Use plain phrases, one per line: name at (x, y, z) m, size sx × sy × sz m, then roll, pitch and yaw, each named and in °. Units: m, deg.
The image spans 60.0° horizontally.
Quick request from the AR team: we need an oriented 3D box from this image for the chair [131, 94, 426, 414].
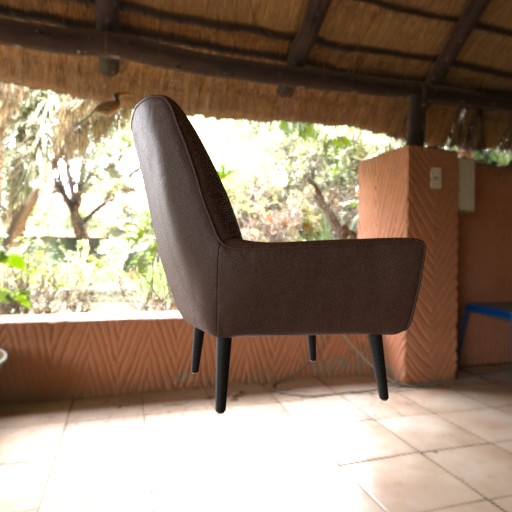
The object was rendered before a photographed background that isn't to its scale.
chair at (0.000, 0.000, 1.517) m, size 0.824 × 0.888 × 0.787 m, roll 0°, pitch 0°, yaw -17°
